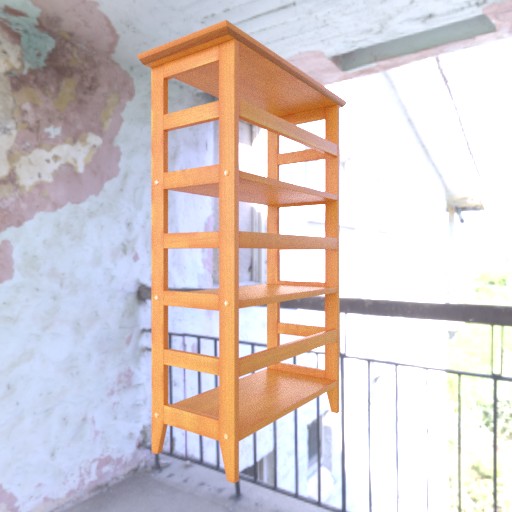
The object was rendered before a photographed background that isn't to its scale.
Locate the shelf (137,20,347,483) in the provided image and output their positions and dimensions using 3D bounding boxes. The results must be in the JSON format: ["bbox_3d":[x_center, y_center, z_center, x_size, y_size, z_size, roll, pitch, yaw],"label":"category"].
[{"bbox_3d":[0.000,0.000,1.357,0.305,1.067,0.660,0,0,35],"label":"shelf"}]
